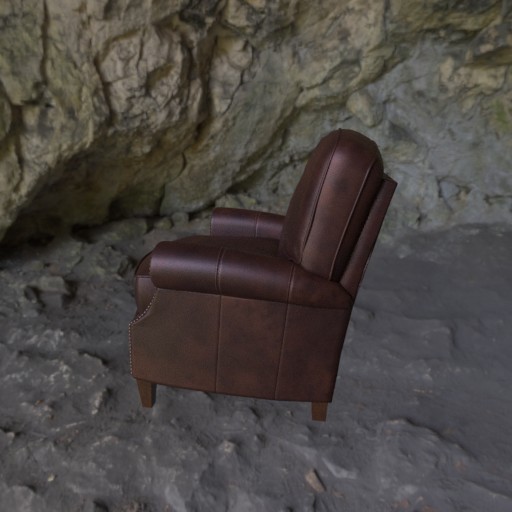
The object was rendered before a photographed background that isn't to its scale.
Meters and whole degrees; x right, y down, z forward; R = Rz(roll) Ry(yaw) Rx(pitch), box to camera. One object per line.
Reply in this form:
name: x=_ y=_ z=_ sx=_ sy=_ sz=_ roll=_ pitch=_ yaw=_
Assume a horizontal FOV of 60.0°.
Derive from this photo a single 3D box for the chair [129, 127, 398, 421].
chair: x=0.000 y=0.000 z=1.835 sx=0.986 sy=1.018 sz=0.936 roll=2 pitch=15 yaw=9
